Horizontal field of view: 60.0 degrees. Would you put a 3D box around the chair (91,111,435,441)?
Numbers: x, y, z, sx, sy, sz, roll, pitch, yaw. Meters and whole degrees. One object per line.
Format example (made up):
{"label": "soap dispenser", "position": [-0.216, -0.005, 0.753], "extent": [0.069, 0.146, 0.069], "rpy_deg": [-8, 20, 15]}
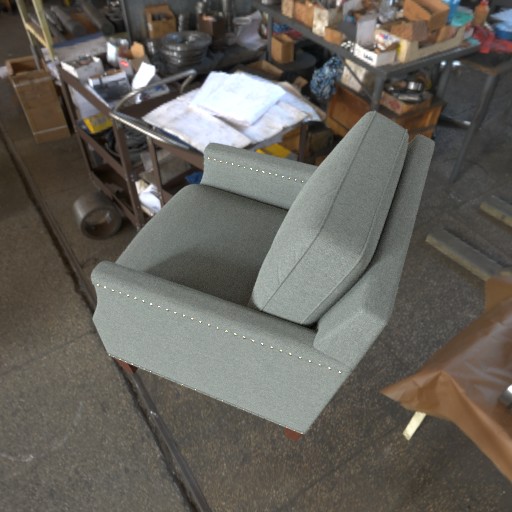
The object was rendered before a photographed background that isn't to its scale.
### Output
{"label": "chair", "position": [0.000, 0.000, 1.719], "extent": [1.031, 1.031, 0.885], "rpy_deg": [17, 48, 16]}
